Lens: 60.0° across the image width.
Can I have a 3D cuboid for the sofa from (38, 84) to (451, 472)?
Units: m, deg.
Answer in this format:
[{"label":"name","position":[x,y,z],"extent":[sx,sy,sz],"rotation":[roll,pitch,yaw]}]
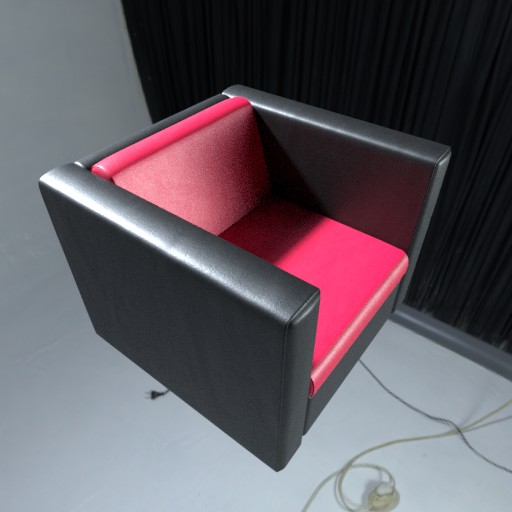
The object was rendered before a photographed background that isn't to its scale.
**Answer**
[{"label":"sofa","position":[0.000,0.000,1.430],"extent":[0.809,0.724,0.839],"rotation":[27,48,27]}]
